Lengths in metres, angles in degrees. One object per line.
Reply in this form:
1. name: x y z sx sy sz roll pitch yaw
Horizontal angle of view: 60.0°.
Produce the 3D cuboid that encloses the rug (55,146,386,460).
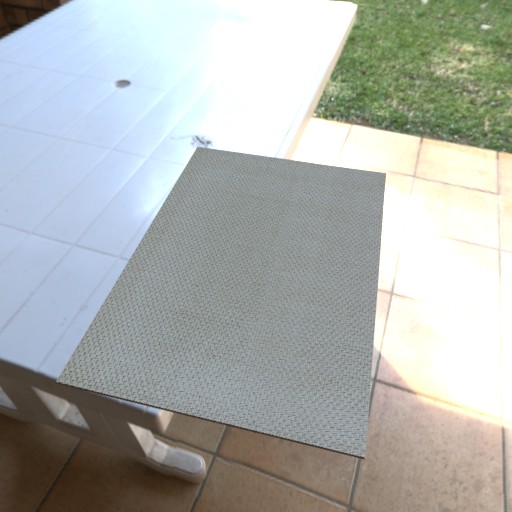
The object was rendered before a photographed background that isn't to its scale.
1. rug: 0.000 0.000 2.775 1.509 0.013 2.144 10 48 9
